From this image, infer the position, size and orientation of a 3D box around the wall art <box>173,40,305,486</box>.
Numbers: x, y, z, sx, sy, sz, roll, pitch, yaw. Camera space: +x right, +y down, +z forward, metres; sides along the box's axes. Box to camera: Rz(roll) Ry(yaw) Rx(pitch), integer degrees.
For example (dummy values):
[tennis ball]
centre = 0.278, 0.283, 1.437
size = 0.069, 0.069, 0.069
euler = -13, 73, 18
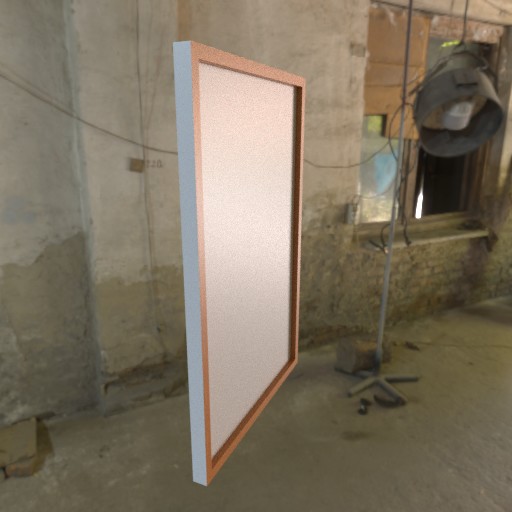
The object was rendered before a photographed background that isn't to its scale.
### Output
[wall art]
centre = 0.000, 0.000, 1.146
size = 0.037, 0.916, 0.610
euler = 7, 17, 24
